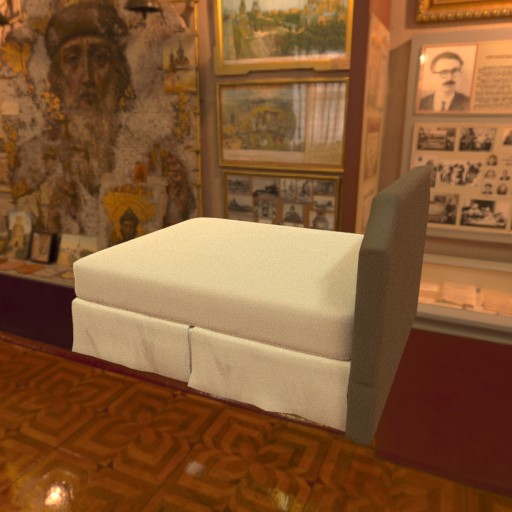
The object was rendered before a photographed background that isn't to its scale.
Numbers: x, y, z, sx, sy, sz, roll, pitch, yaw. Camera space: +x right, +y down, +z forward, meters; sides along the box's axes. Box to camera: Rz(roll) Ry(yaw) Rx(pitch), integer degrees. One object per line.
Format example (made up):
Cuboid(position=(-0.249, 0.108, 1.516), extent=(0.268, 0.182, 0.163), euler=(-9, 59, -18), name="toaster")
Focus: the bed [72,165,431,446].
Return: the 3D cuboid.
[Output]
Cuboid(position=(0.000, 0.000, 3.291), extent=(2.181, 1.297, 1.831), euler=(8, 19, 25), name="bed")
